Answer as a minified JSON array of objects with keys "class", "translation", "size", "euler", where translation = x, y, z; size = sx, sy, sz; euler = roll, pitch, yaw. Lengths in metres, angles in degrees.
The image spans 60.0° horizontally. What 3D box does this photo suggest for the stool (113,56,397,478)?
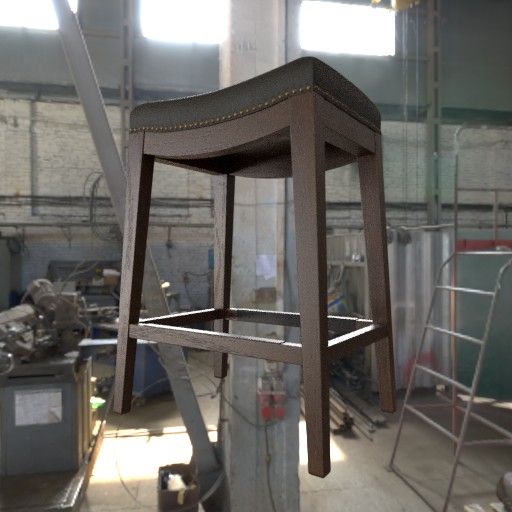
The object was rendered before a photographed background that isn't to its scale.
[{"class":"stool","translation":[0.000,0.000,0.943],"size":[0.490,0.664,0.353],"euler":[0,0,35]}]
